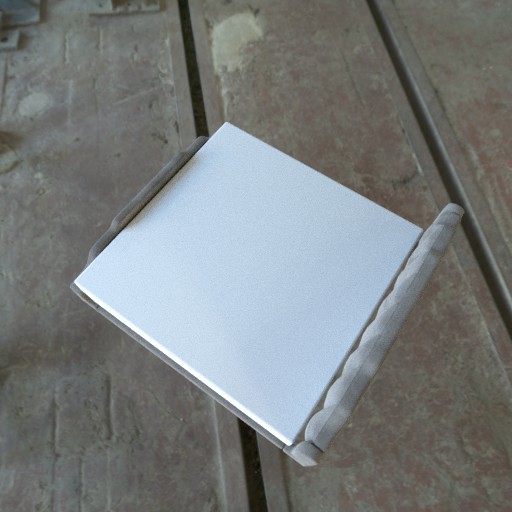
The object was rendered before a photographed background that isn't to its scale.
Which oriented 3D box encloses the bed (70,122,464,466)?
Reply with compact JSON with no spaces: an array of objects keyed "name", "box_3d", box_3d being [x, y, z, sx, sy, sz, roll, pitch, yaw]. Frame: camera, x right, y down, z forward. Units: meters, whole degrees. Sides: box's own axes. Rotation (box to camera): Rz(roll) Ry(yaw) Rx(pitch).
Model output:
[{"name":"bed","box_3d":[0.000,0.000,3.538,2.340,1.245,2.074,32,68,15]}]
